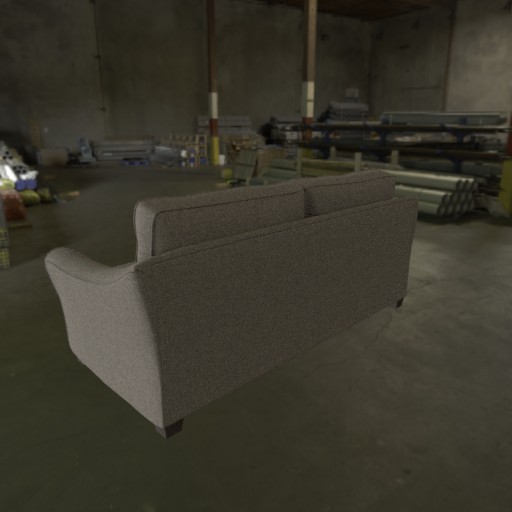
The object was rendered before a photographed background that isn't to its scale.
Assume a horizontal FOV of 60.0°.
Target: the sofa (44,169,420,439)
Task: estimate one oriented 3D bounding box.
[{"bbox_3d":[0.000,0.000,2.724,2.203,0.976,1.013,-16,23,-42],"label":"sofa"}]
